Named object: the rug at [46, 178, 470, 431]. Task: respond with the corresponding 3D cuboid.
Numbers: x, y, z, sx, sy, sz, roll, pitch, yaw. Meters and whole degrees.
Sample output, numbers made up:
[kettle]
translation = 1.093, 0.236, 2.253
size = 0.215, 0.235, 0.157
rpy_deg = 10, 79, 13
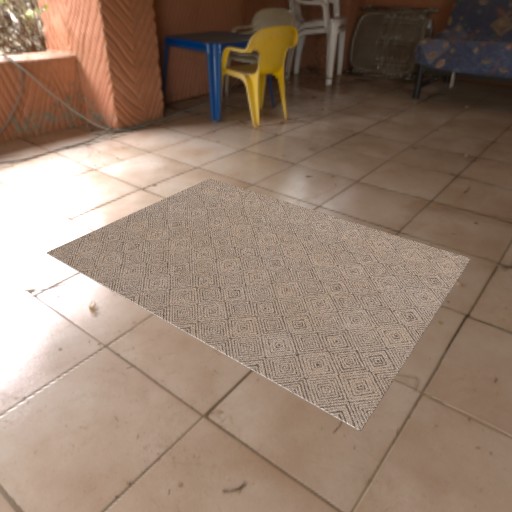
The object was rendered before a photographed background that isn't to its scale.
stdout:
[rug]
translation = 0.000, 0.000, 2.865
size = 2.238, 0.008, 1.593
rpy_deg = 22, 38, 31
